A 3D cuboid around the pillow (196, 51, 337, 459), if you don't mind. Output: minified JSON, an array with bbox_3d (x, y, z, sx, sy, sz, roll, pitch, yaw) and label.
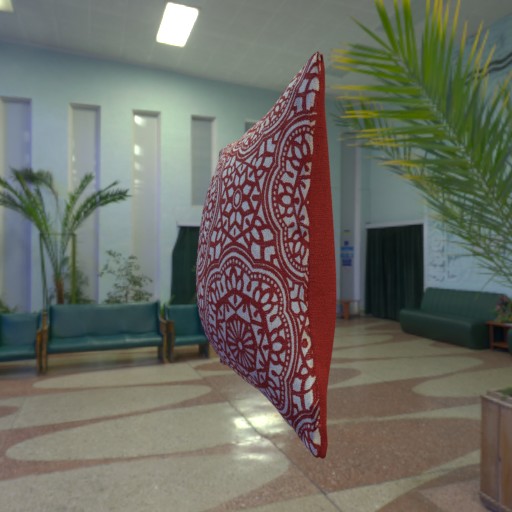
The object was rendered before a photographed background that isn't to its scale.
[{"bbox_3d":[0.000,0.000,0.661,0.162,0.419,0.438,0,0,-18],"label":"pillow"}]
